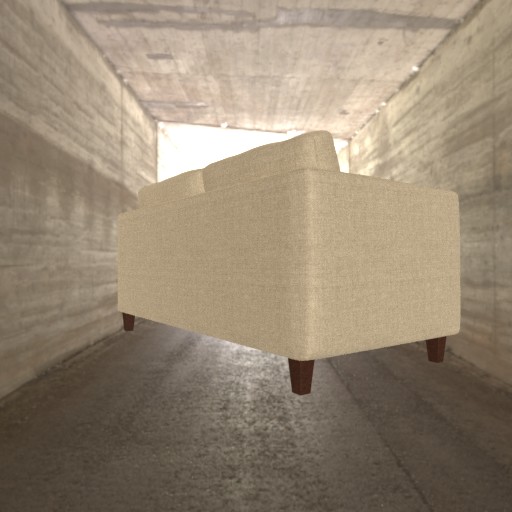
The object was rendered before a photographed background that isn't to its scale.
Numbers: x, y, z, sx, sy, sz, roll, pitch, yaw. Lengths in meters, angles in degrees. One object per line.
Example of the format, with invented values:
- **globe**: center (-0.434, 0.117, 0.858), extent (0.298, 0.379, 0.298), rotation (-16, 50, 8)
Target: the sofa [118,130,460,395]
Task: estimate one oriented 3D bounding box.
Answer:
- **sofa**: center (0.000, 0.000, 2.448), extent (0.950, 0.963, 1.884), rotation (0, -1, -36)
